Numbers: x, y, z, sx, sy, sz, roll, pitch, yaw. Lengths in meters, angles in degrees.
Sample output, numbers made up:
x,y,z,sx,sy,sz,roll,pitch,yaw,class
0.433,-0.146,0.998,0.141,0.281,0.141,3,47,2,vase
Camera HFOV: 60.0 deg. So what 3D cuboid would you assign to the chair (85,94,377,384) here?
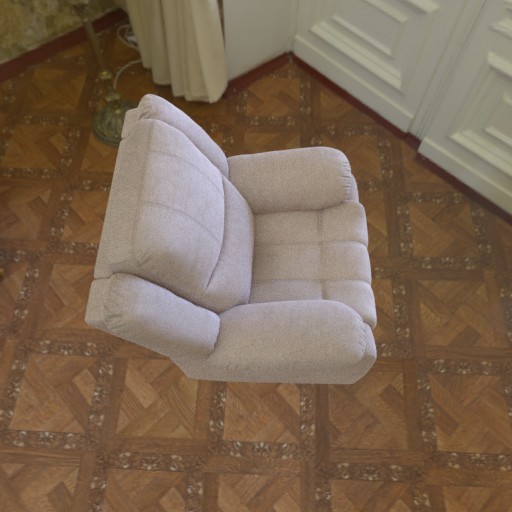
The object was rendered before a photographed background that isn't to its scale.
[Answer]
x,y,z,sx,sy,sz,roll,pitch,yaw,class
0.000,0.000,1.724,0.944,1.008,0.899,1,64,1,chair
